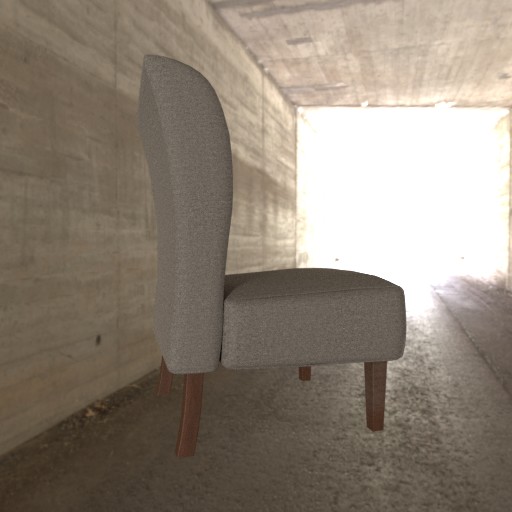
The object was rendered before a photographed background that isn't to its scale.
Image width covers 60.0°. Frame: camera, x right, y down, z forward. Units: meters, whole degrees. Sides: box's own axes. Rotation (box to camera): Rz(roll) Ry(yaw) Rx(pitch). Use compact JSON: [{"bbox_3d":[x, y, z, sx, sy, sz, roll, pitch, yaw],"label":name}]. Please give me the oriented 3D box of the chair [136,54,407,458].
[{"bbox_3d":[0.000,0.000,1.153,0.592,0.804,0.513,0,2,-18],"label":"chair"}]
